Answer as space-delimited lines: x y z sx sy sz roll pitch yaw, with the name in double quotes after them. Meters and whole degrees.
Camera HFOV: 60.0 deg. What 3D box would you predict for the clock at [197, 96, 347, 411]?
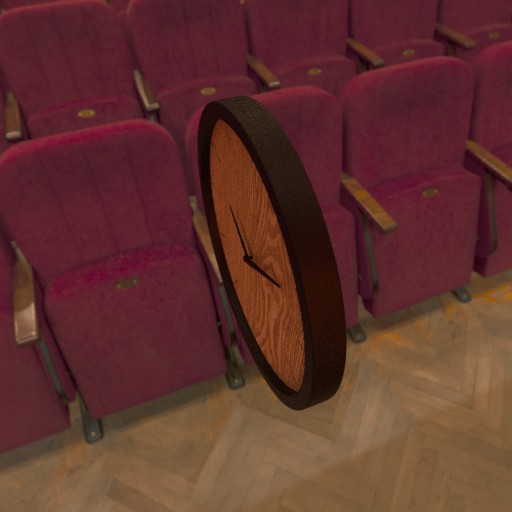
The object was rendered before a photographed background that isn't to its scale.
0.000 0.000 0.460 0.029 0.314 0.314 -16 48 -15 "clock"
